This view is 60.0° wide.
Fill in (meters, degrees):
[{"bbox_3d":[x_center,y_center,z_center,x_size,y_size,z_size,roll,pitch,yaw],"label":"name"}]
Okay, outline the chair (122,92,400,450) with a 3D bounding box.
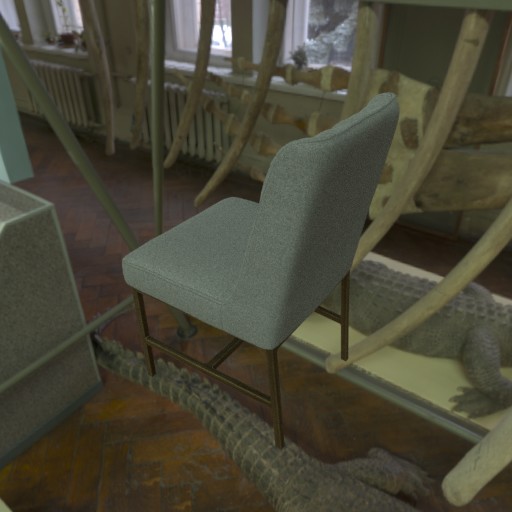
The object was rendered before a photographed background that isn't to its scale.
[{"bbox_3d":[0.000,0.000,1.264,0.587,0.889,0.508,21,38,29],"label":"chair"}]
